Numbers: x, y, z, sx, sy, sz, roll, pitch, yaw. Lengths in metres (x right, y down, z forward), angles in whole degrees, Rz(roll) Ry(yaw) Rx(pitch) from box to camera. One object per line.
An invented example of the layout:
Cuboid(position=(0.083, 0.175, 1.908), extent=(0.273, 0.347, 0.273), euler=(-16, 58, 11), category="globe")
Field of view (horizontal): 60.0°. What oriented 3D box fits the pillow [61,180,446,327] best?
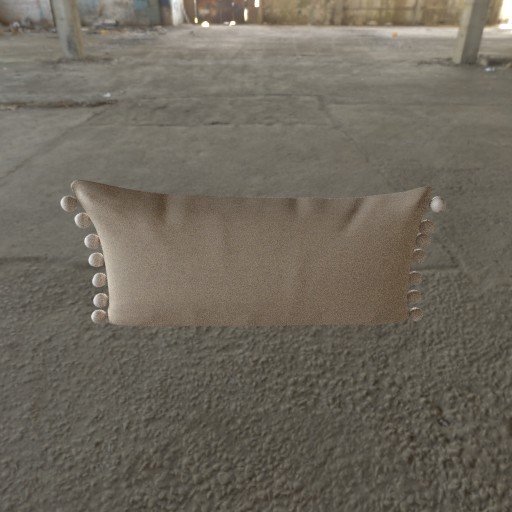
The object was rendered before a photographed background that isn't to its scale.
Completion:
Cuboid(position=(0.000, 0.000, 0.882), extent=(0.709, 0.322, 0.201), euler=(0, 30, 0), category="pillow")
